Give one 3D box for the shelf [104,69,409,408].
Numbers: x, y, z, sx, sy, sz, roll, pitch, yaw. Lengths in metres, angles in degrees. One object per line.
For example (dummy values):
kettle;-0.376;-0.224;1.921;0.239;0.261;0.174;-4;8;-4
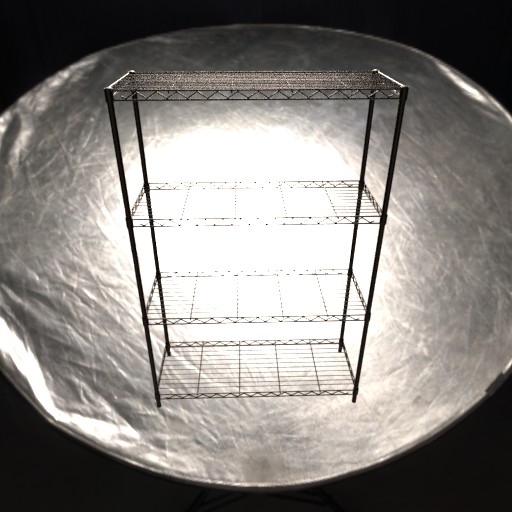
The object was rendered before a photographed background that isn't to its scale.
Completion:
shelf;0.000;0.000;1.803;0.907;1.361;0.352;-1;31;-2
